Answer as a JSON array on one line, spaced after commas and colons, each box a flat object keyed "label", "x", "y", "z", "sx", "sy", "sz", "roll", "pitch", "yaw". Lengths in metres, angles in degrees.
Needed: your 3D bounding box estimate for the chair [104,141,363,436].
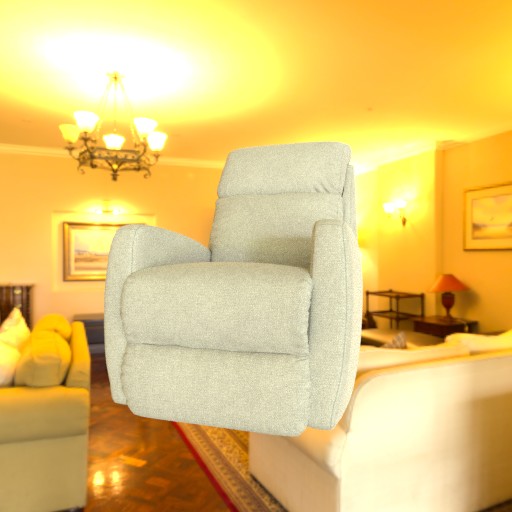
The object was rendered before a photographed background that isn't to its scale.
[{"label": "chair", "x": 0.000, "y": 0.000, "z": 1.679, "sx": 0.812, "sy": 1.015, "sz": 0.941, "roll": 0, "pitch": 0, "yaw": 19}]
